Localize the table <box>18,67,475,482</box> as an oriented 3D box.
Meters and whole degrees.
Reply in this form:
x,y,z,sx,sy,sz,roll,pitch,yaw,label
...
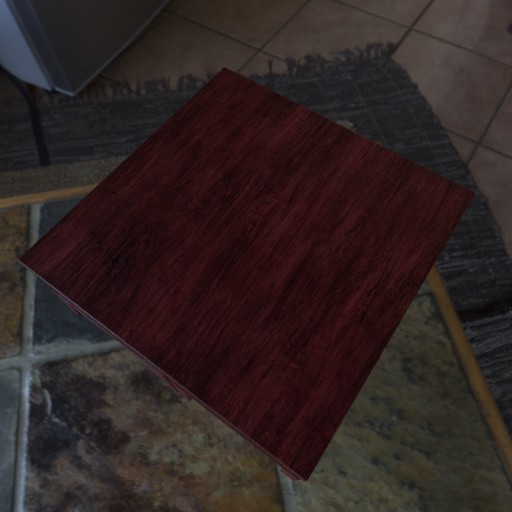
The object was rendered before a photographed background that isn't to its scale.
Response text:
x,y,z,sx,sy,sz,roll,pitch,yaw,label
0.000,0.000,1.326,0.865,0.356,0.865,32,67,15,table
